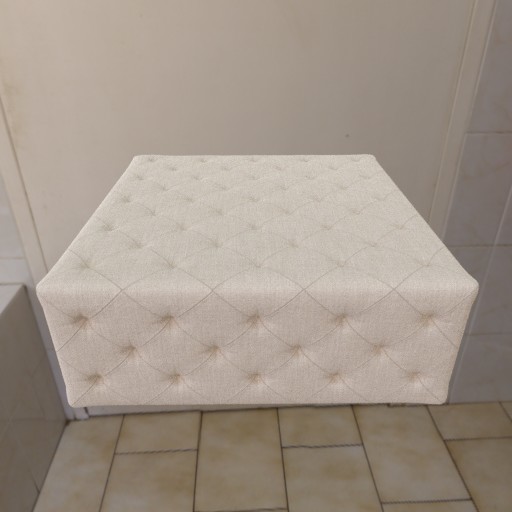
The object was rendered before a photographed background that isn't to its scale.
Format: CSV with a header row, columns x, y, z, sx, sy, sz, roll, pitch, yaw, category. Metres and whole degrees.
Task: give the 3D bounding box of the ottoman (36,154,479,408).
x,y,z,sx,sy,sz,roll,pitch,yaw,category
0.000,0.000,1.546,1.028,0.439,1.028,0,30,-1,ottoman
